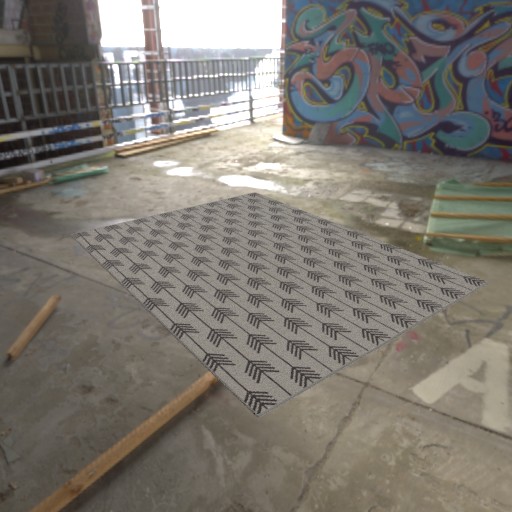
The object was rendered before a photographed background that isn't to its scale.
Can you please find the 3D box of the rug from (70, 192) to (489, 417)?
[{"bbox_3d":[0.000,0.000,3.968,2.330,0.010,3.061,-18,31,-34],"label":"rug"}]
